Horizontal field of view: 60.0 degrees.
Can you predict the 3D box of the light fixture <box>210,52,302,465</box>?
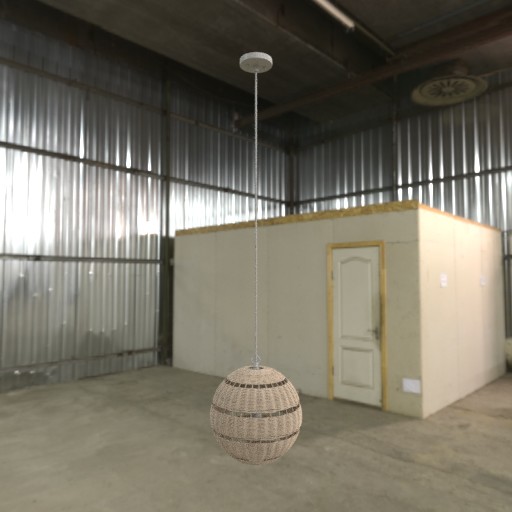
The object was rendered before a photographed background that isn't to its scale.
[{"bbox_3d":[0.000,0.000,2.241,0.457,2.019,0.457,1,-3,-18],"label":"light fixture"}]
